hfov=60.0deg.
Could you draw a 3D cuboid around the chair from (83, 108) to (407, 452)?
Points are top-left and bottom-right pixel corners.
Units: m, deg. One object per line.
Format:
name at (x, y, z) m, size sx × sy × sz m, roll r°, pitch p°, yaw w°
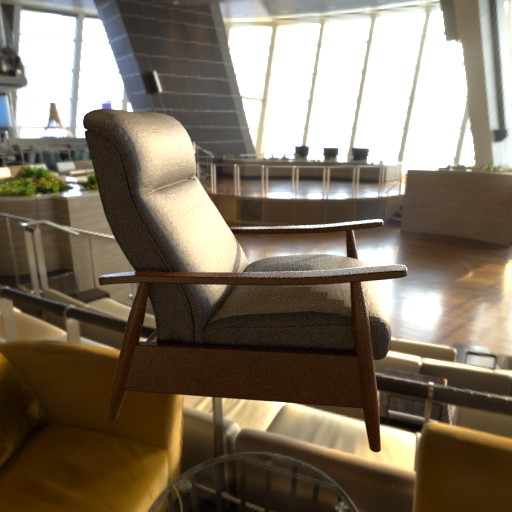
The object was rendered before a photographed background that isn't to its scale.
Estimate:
chair at (0.000, 0.000, 1.725) m, size 1.014 × 1.081 × 0.762 m, roll 3°, pitch 16°, yaw 10°
